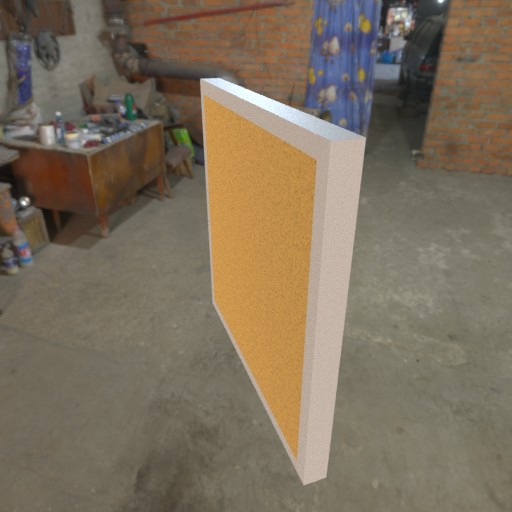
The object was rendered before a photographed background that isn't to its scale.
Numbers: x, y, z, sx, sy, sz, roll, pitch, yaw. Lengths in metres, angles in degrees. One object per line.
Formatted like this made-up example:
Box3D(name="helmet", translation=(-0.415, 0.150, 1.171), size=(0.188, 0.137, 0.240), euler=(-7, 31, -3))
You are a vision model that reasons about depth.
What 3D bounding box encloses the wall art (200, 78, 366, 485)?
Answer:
Box3D(name="wall art", translation=(0.000, 0.000, 1.907), size=(0.098, 1.291, 1.289), euler=(-10, 30, -18))
